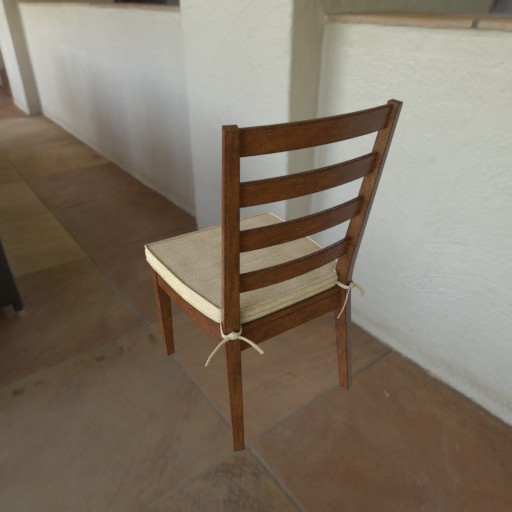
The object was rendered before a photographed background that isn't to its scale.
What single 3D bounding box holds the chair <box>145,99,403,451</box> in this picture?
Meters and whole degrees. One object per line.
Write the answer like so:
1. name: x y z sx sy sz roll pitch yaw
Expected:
1. chair: 0.000 0.000 1.399 0.593 0.979 0.595 -18 35 -29
